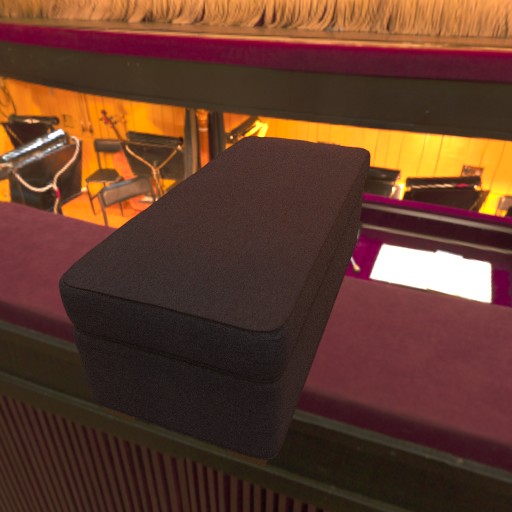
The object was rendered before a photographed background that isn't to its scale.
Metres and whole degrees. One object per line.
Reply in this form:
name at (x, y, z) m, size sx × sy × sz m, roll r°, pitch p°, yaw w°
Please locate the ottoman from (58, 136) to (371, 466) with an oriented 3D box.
ottoman at (0.000, 0.000, 1.383) m, size 0.515 × 0.460 × 1.110 m, roll 11°, pitch 33°, yaw 17°
